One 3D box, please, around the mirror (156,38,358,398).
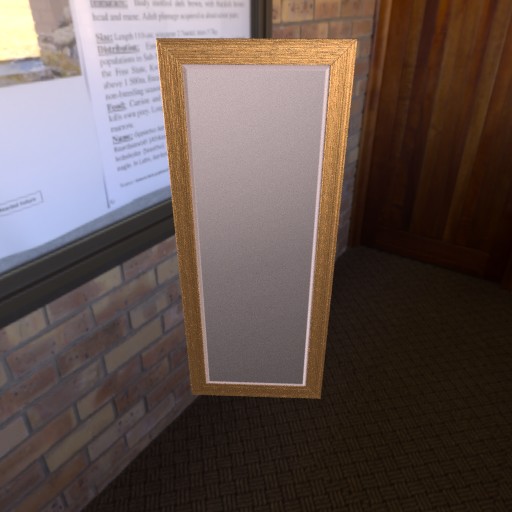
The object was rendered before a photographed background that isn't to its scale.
[{"bbox_3d":[0.000,0.000,2.301,0.812,2.031,0.025,1,30,2],"label":"mirror"}]
